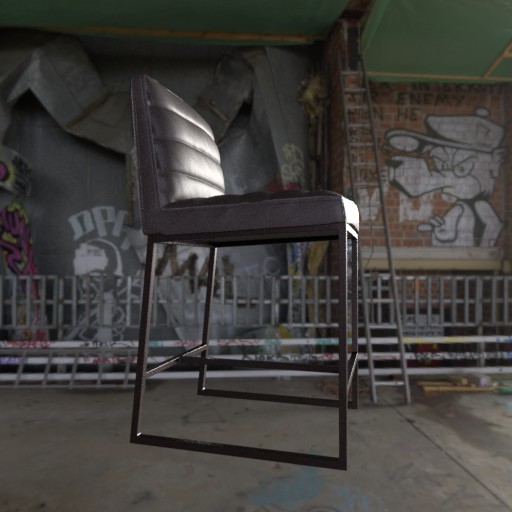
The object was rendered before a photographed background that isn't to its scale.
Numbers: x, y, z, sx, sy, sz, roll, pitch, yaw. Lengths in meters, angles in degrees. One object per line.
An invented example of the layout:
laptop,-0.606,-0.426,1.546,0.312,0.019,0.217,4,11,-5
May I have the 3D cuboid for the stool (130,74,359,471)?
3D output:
stool,0.000,0.000,1.258,0.562,0.946,0.463,0,-1,16
